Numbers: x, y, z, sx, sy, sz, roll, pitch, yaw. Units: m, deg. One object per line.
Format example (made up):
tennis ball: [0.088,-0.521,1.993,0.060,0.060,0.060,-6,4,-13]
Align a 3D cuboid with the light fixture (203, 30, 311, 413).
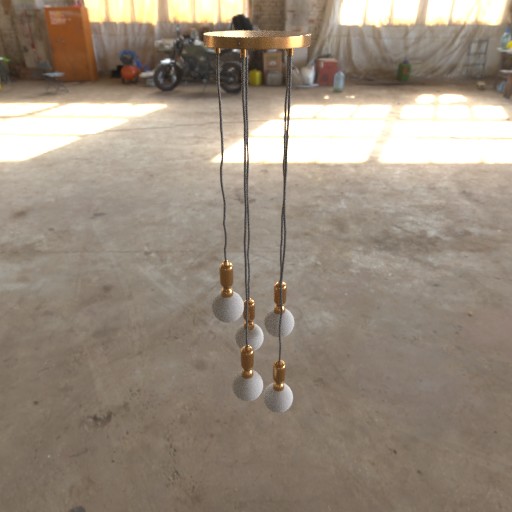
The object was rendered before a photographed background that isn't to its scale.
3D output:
light fixture: [0.000,0.000,0.509,0.108,0.457,0.105,10,31,17]
